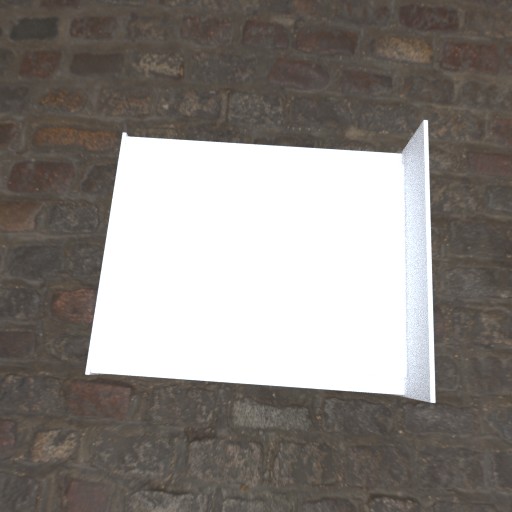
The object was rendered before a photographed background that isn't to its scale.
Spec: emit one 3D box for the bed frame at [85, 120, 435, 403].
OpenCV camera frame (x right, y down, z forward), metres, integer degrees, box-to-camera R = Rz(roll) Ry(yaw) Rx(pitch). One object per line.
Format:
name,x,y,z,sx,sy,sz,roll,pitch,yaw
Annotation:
bed frame,0.000,0.000,2.876,1.960,0.800,1.622,4,76,1
